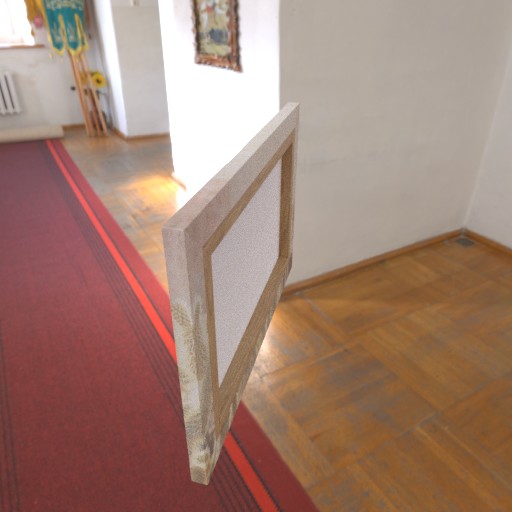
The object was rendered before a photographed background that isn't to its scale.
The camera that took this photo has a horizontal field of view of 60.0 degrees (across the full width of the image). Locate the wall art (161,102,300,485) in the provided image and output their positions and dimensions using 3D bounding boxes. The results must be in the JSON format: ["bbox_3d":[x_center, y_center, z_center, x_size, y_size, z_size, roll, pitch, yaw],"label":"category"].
[{"bbox_3d":[0.000,0.000,1.174,0.040,0.608,0.916,8,31,13],"label":"wall art"}]
